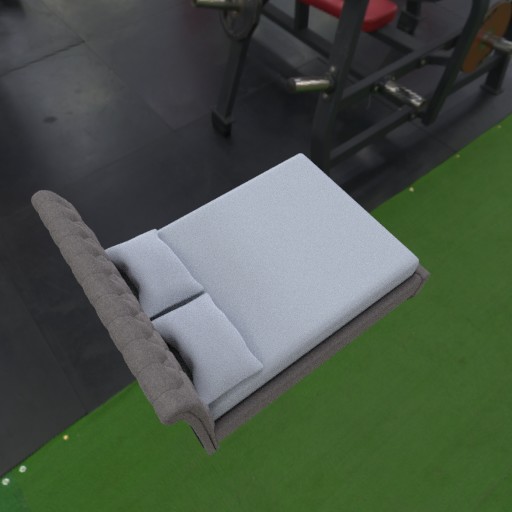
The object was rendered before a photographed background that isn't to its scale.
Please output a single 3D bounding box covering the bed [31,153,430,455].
[{"bbox_3d":[0.000,0.000,3.270,2.252,1.371,1.645,-32,63,-19],"label":"bed"}]
